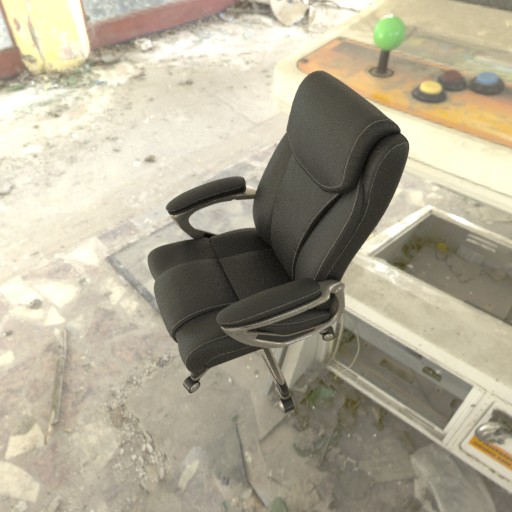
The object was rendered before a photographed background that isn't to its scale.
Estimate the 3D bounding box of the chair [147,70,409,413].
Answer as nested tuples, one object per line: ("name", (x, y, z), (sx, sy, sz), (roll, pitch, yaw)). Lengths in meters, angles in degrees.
("chair", (0.000, 0.000, 1.674), (0.784, 1.167, 0.741), (-17, 47, -16))
